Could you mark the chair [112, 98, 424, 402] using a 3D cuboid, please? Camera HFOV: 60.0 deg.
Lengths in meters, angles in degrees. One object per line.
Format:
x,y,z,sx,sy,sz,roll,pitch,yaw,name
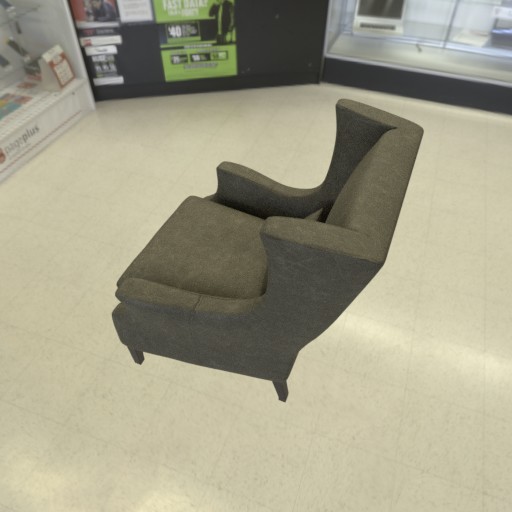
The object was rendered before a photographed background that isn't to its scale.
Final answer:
0.000,0.000,1.707,0.926,1.016,0.853,17,48,16,chair
